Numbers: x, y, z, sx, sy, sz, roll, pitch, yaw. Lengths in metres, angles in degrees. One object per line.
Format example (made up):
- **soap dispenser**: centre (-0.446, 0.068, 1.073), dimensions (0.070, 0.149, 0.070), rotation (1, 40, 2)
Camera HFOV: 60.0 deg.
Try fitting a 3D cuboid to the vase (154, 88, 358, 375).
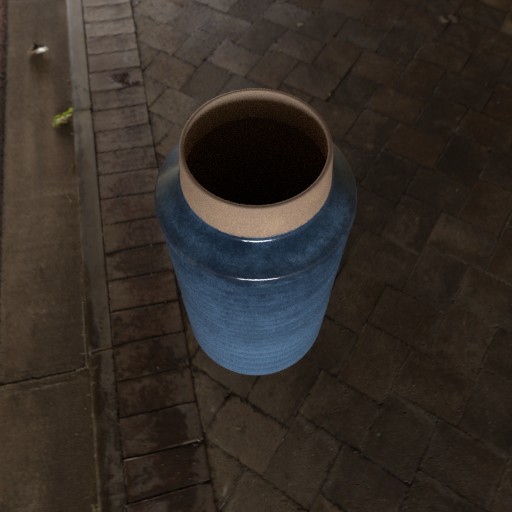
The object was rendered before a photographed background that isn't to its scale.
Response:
- **vase**: centre (0.000, 0.000, 0.416), dimensions (0.163, 0.316, 0.163), rotation (0, 64, 0)
